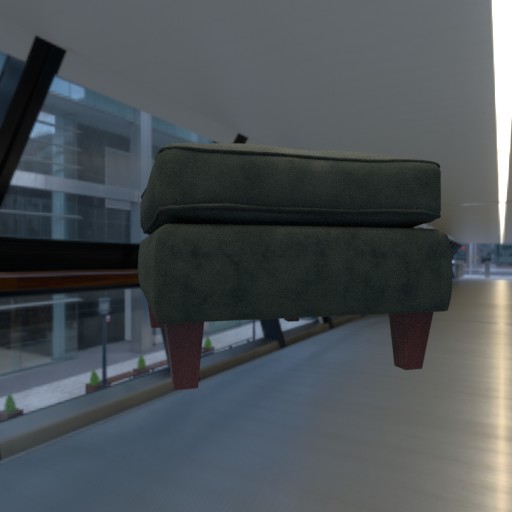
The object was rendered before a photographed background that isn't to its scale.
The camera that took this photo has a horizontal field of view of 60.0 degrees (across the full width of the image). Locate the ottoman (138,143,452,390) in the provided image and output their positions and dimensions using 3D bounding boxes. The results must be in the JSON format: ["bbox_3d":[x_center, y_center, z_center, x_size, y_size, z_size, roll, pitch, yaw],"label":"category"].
[{"bbox_3d":[0.000,0.000,1.266,0.632,0.495,0.864,0,0,-17],"label":"ottoman"}]
